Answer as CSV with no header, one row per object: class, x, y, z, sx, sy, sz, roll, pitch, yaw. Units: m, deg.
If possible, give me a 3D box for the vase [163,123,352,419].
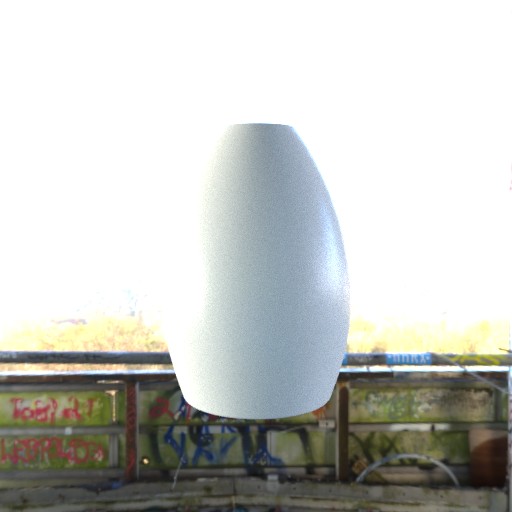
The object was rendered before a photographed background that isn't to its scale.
vase,0.000,0.000,0.262,0.089,0.131,0.187,0,1,-1
